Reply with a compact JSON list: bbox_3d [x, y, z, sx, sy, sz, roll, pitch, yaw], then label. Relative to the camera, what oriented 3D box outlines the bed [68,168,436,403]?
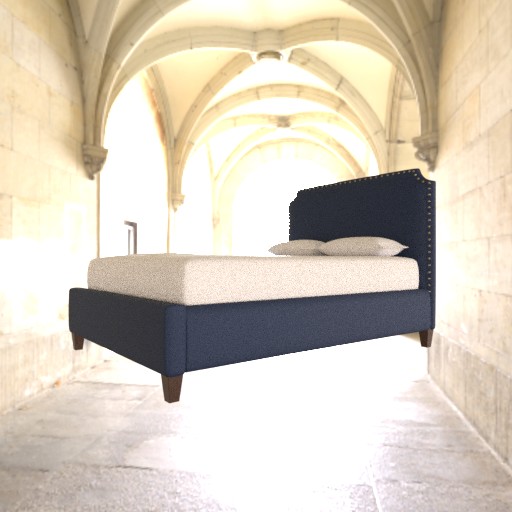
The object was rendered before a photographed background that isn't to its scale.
[{"bbox_3d":[0.000,0.000,3.482,2.372,1.443,1.712,0,-1,-38],"label":"bed"}]
